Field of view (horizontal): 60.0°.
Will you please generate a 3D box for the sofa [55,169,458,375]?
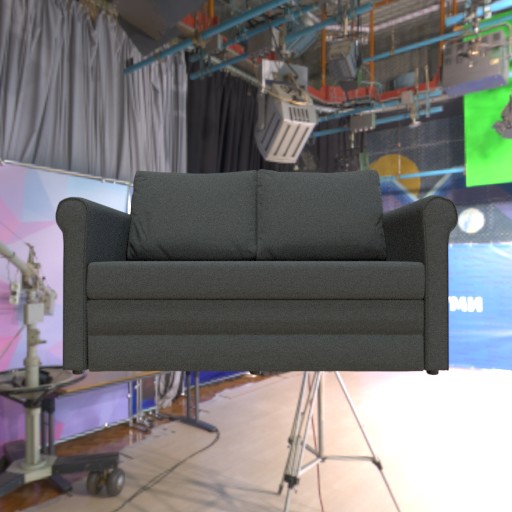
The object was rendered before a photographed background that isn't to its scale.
[{"bbox_3d":[0.000,0.000,1.953,1.460,0.872,0.741,0,0,0],"label":"sofa"}]
